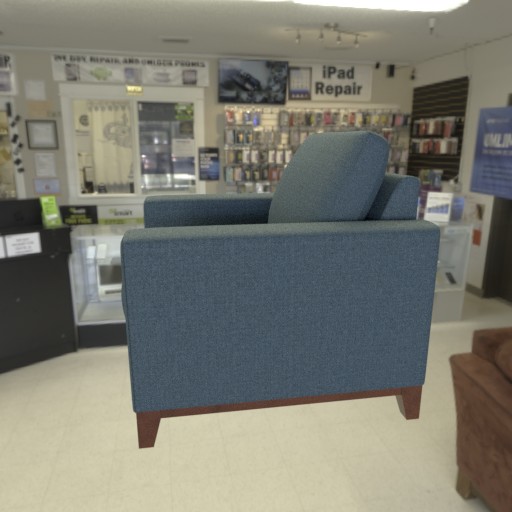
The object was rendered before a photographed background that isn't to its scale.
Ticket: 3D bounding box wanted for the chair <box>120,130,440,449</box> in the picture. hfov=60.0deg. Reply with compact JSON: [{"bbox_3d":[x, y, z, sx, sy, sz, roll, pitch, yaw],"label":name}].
[{"bbox_3d":[0.000,0.000,1.864,1.038,1.010,1.024,-2,15,-9],"label":"chair"}]
